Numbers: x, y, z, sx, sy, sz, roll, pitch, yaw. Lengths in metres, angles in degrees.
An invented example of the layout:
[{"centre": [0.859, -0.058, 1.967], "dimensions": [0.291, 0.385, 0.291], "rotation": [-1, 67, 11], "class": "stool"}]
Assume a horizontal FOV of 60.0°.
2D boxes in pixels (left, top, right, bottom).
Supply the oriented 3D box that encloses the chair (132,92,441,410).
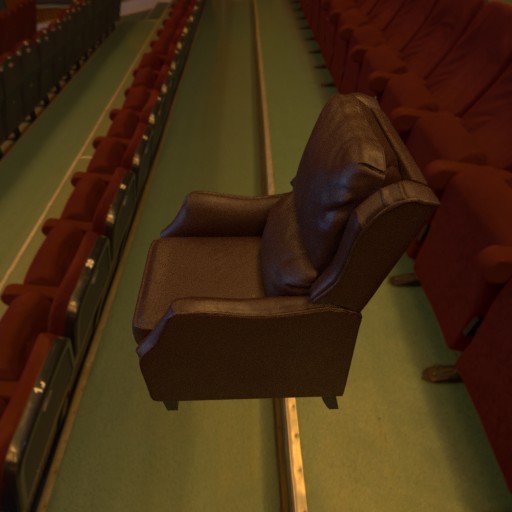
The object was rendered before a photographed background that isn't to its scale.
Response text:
[{"centre": [0.000, 0.000, 1.777], "dimensions": [0.982, 1.132, 0.770], "rotation": [-1, 41, -1], "class": "chair"}]
